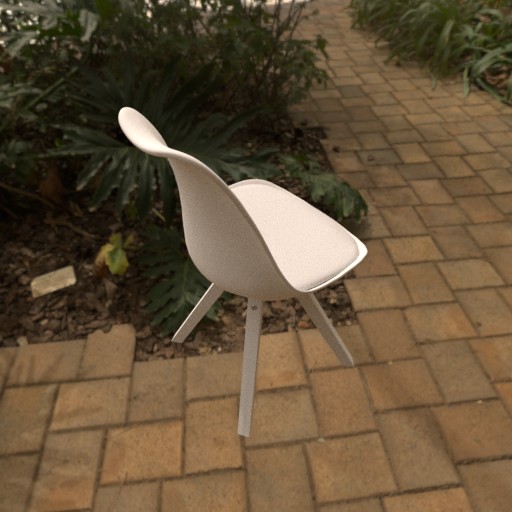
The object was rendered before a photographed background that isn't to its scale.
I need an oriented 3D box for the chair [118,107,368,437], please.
[{"bbox_3d":[0.000,0.000,1.191,0.550,0.850,0.485,-25,46,-26],"label":"chair"}]
